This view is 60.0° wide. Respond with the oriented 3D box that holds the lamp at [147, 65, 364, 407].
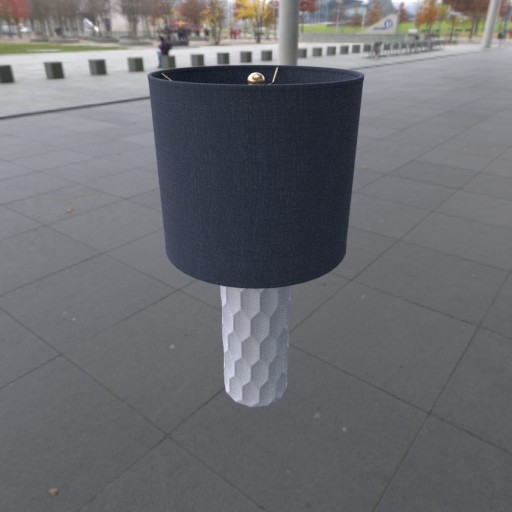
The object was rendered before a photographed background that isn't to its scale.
[{"bbox_3d":[0.000,0.000,0.700,0.277,0.537,0.277,-19,33,-32],"label":"lamp"}]
